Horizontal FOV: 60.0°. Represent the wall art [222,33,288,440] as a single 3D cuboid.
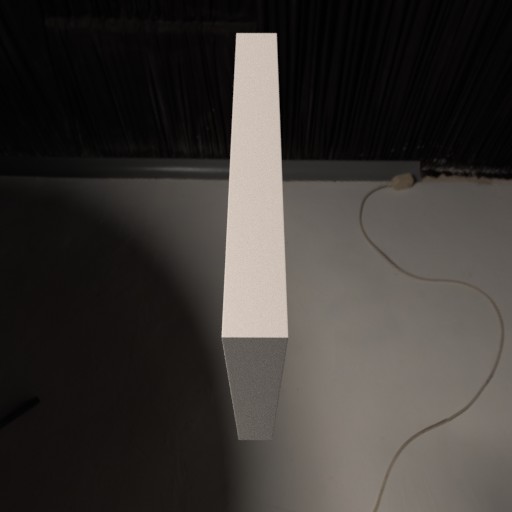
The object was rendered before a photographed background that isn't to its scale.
[{"bbox_3d":[0.000,0.000,0.461,0.038,0.302,0.305,0,57,0],"label":"wall art"}]
